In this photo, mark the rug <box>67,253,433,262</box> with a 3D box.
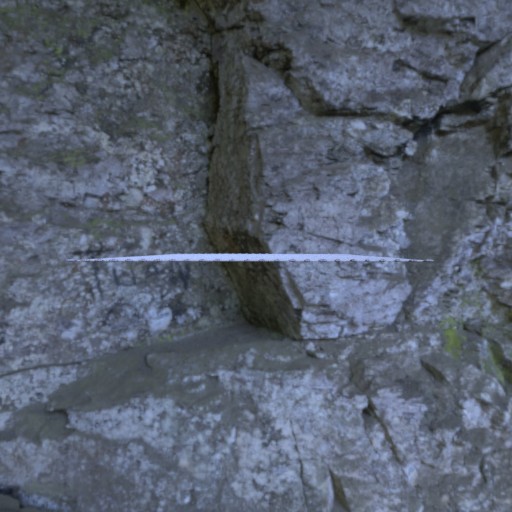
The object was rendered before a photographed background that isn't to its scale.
[{"bbox_3d":[0.000,0.000,3.938,2.030,0.017,3.040,0,1,2],"label":"rug"}]
